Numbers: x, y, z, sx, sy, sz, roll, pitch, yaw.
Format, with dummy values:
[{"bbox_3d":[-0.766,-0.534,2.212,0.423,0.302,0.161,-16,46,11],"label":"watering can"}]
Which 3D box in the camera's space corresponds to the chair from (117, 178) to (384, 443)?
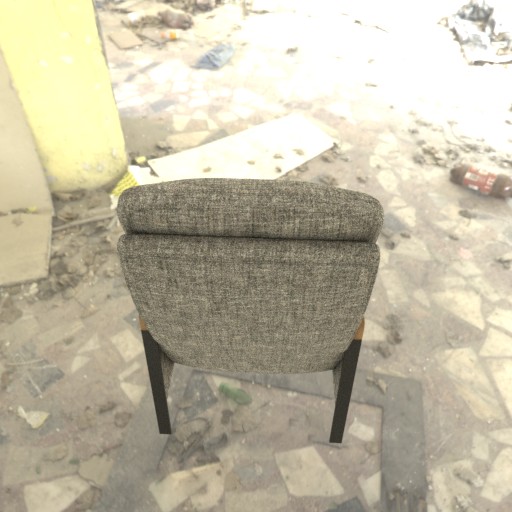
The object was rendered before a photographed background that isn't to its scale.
[{"bbox_3d":[0.000,0.000,1.558,0.671,1.042,0.868,2,46,2],"label":"chair"}]
